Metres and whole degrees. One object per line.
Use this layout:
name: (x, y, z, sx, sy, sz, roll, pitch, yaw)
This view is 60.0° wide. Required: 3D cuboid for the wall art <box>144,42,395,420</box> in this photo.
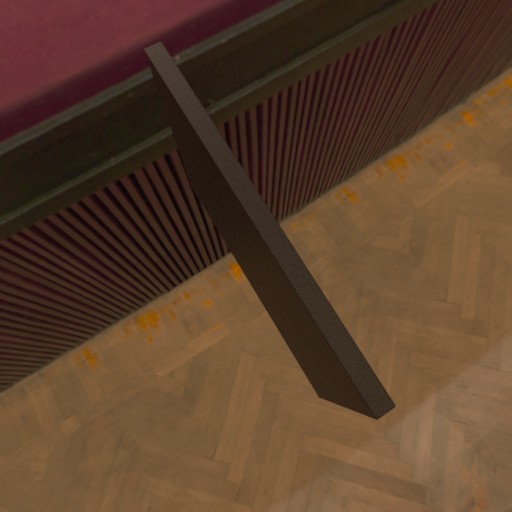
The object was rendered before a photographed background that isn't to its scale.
wall art: (0.000, 0.000, 0.767, 0.031, 0.457, 0.558, -30, 77, -8)
